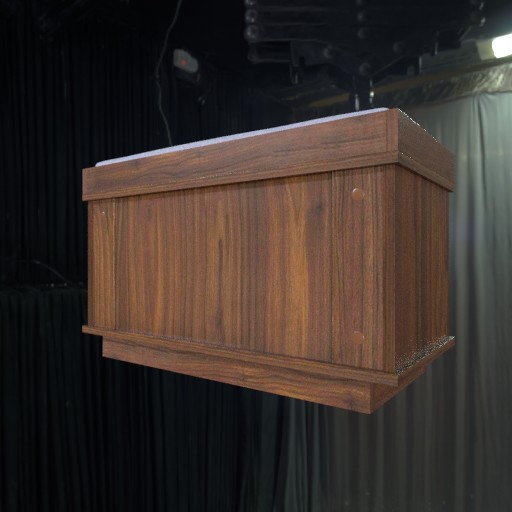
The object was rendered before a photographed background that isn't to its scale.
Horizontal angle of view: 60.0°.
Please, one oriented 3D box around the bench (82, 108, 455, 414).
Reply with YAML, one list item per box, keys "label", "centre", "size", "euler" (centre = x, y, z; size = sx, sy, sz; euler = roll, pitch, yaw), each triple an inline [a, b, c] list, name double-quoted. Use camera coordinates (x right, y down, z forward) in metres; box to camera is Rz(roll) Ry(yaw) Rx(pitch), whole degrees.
- label: "bench"
  centre: [0.000, 0.000, 0.963]
  size: [0.734, 0.461, 0.362]
  euler: [0, 0, 36]
